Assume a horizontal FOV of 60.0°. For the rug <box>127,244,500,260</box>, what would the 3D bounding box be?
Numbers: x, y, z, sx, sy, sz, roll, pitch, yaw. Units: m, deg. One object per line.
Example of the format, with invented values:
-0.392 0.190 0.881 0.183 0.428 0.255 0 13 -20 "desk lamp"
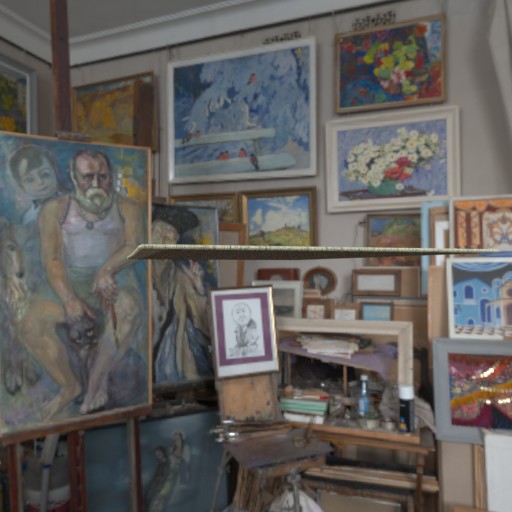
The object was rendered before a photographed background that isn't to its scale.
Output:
0.000 0.000 2.260 1.243 0.014 1.846 0 -1 -17 "rug"
